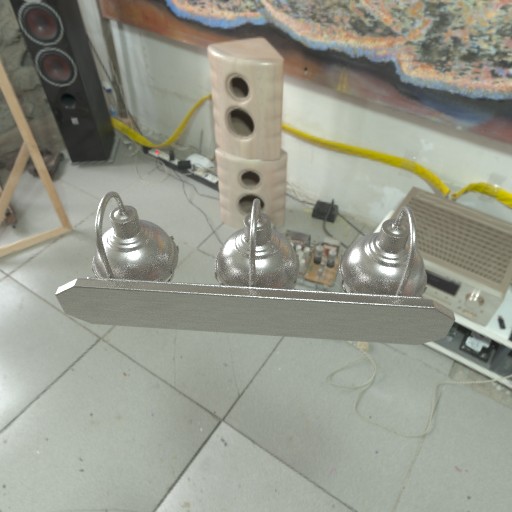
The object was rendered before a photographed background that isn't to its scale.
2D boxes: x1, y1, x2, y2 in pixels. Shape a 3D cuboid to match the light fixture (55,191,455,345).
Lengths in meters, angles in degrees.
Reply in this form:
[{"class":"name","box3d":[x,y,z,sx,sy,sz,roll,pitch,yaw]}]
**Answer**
[{"class":"light fixture","box3d":[0.000,0.000,0.778,0.634,0.254,0.229,3,47,3]}]
